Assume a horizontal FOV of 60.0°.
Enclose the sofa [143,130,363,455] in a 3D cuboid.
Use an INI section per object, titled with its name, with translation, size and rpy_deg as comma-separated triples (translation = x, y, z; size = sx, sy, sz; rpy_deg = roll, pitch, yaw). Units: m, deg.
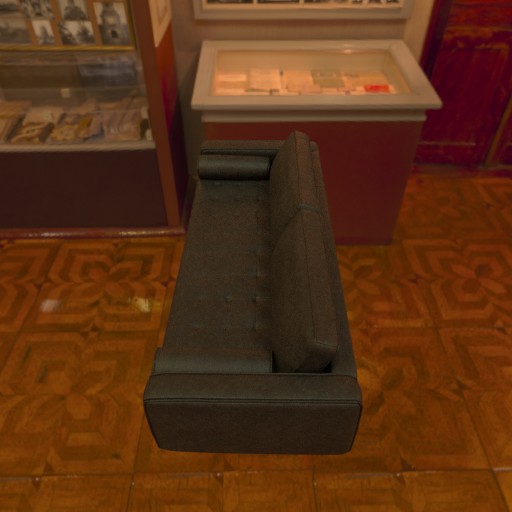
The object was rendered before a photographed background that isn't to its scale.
[sofa]
translation = 0.000, 0.000, 2.678
size = 0.914, 0.762, 2.210
rpy_deg = 1, 42, 1
